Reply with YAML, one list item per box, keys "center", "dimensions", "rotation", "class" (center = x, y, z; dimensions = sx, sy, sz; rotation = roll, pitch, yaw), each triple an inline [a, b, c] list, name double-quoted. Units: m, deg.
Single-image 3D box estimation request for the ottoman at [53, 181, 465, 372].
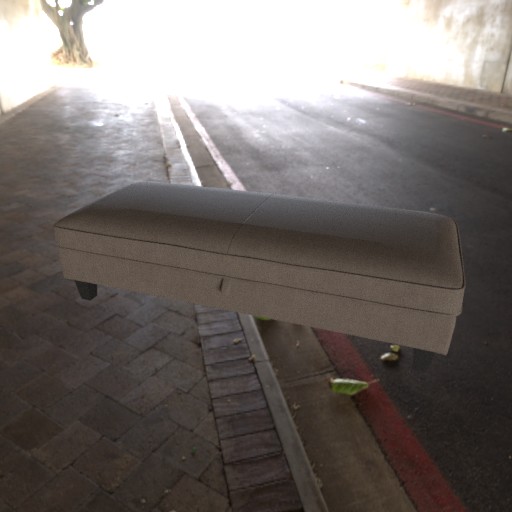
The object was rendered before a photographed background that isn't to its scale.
- center: [0.000, 0.000, 2.110]
  dimensions: [1.764, 0.470, 0.751]
  rotation: [9, 27, 18]
  class: "ottoman"
